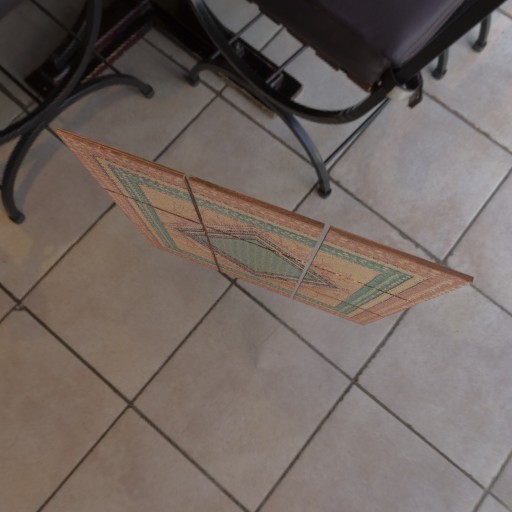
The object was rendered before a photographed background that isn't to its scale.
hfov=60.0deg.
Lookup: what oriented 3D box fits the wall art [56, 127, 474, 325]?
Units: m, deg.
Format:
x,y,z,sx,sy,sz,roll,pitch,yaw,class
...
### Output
x,y,z,sx,sy,sz,roll,pitch,yaw,class
0.000,0.000,1.353,0.915,0.914,0.013,20,77,5,wall art
